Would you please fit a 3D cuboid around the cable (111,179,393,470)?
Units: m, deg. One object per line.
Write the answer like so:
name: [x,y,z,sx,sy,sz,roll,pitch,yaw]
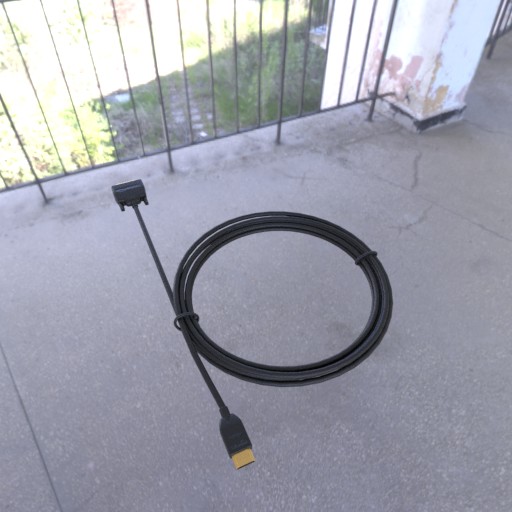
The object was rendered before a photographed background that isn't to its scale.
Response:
cable: [0.000,0.000,0.518,0.257,0.030,0.422,-18,48,-17]
